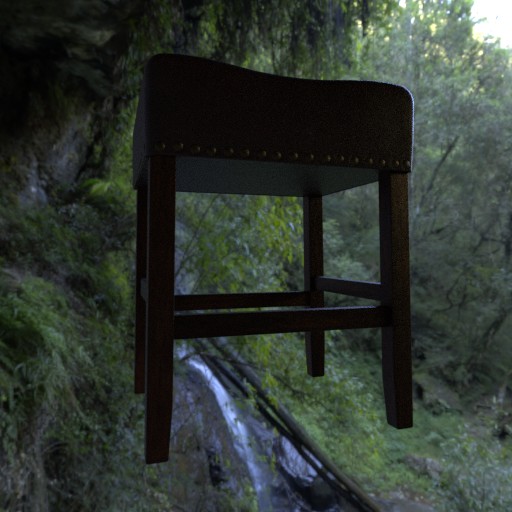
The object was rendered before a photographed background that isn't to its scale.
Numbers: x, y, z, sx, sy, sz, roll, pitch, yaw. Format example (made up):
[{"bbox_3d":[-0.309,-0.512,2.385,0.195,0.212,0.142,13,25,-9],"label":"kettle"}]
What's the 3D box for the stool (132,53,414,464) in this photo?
[{"bbox_3d":[0.000,0.000,0.893,0.465,0.608,0.397,0,0,-18],"label":"stool"}]
